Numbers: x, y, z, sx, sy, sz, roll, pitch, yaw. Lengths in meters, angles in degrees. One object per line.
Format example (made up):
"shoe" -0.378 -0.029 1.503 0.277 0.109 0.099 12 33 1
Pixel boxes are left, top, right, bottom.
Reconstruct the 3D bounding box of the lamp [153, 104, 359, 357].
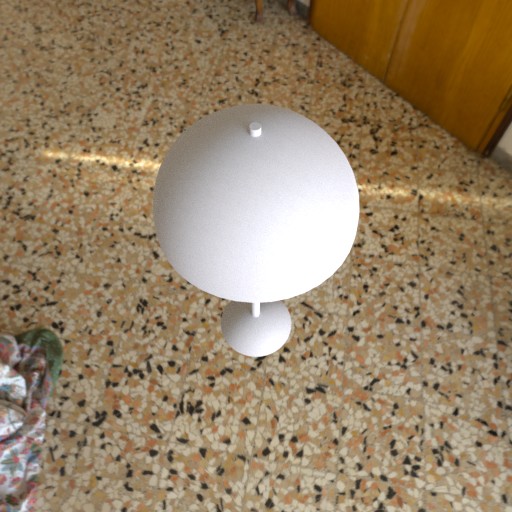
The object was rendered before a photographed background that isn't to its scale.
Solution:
"lamp" 0.000 0.000 0.438 0.171 0.330 0.171 0 58 0
